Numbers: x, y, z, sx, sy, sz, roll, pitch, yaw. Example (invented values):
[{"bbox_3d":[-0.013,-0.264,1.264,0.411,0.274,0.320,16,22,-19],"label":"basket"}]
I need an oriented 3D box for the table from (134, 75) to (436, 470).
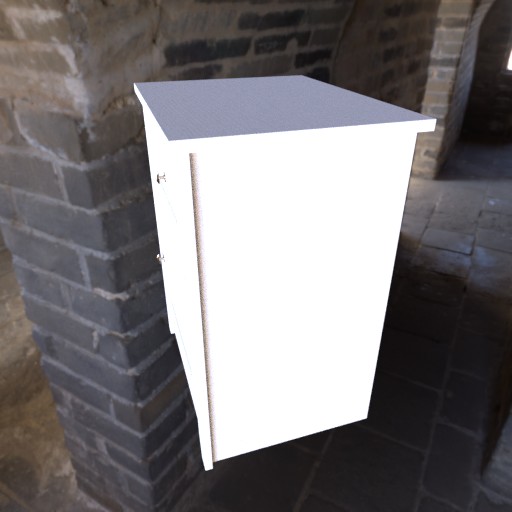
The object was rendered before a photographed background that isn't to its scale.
[{"bbox_3d":[0.000,0.000,0.930,0.381,0.635,0.480,-9,31,-16],"label":"table"}]
